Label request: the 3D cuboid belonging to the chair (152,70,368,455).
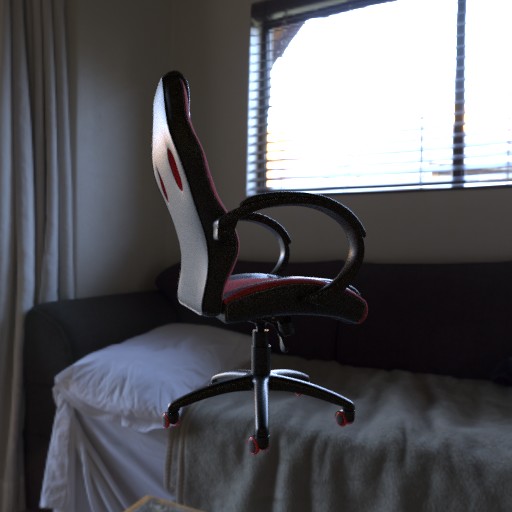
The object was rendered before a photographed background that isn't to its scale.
[{"bbox_3d":[0.000,0.000,1.629,0.724,1.187,0.673,0,0,-19],"label":"chair"}]
